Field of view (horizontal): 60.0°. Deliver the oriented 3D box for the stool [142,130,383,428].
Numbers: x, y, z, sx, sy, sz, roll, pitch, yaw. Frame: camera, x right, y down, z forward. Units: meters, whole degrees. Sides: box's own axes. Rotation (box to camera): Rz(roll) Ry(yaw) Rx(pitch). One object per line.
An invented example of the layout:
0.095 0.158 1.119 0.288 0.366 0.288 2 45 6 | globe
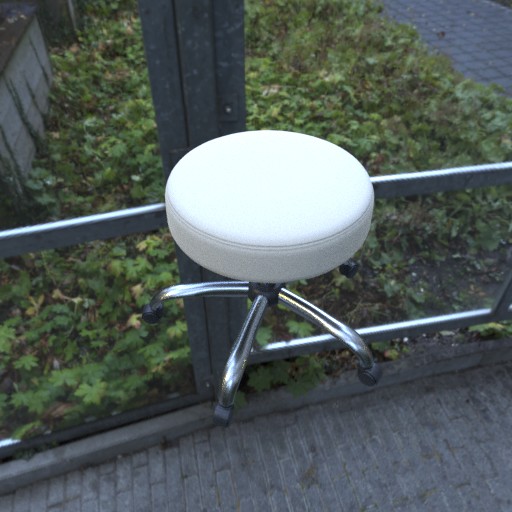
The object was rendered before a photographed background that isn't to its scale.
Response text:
0.000 0.000 1.052 0.614 0.482 0.634 1 43 1 | stool
